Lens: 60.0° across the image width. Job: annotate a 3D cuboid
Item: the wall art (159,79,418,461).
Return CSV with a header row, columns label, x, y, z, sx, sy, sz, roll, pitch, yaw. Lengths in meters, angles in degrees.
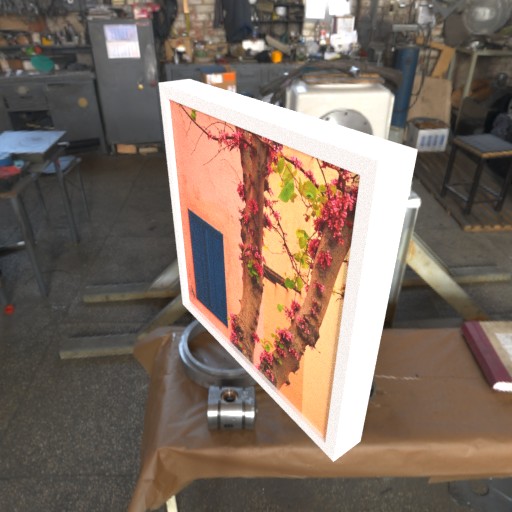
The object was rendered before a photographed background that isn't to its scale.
label,x,y,z,sx,sy,sz,roll,pitch,yaw
wall art,0.000,0.000,0.463,0.038,0.302,0.305,-21,37,-30
